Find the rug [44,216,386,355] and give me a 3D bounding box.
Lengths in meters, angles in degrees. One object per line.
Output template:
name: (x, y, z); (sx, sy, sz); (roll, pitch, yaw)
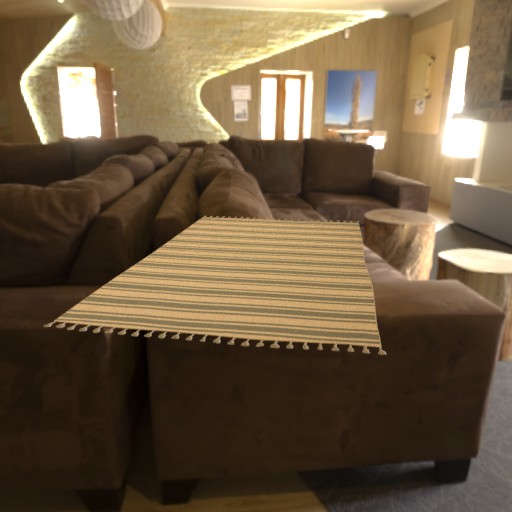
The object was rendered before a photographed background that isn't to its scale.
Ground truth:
rug: (0.000, 0.000, 2.495); (1.222, 0.009, 2.084); (3, 17, 10)
